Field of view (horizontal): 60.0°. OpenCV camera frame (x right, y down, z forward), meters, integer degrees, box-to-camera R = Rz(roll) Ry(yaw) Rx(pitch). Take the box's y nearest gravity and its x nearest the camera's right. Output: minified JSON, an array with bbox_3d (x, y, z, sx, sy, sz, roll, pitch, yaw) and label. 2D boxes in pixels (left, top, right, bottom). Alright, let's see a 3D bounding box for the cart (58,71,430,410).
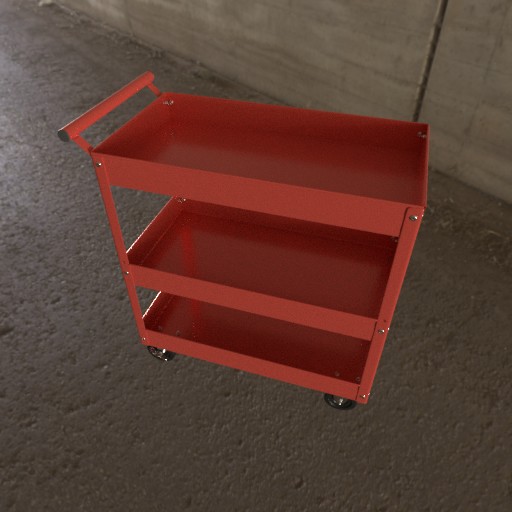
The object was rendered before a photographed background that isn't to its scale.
[{"bbox_3d":[0.000,0.000,1.185,0.719,0.780,0.366,12,42,13],"label":"cart"}]
